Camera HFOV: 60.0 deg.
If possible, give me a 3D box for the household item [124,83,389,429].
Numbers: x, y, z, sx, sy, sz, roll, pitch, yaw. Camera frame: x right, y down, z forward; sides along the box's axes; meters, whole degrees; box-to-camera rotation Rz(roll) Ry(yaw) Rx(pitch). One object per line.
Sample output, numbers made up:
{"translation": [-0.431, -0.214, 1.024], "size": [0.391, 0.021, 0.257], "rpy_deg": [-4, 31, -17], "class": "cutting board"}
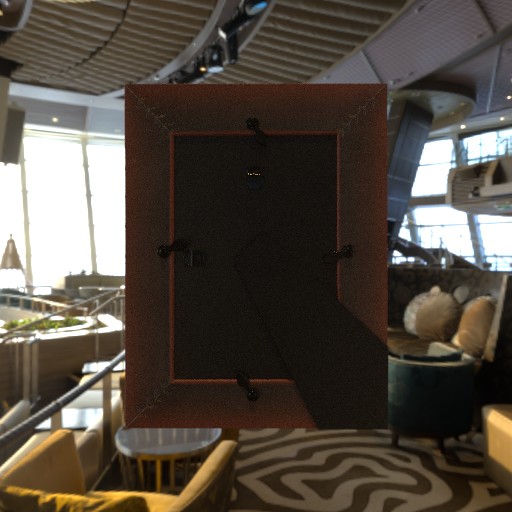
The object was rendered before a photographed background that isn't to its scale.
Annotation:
{"translation": [0.000, 0.000, 0.288], "size": [0.165, 0.216, 0.025], "rpy_deg": [0, 0, 0], "class": "household item"}
